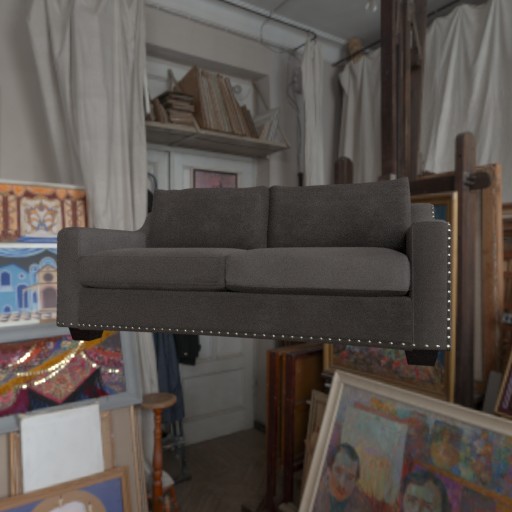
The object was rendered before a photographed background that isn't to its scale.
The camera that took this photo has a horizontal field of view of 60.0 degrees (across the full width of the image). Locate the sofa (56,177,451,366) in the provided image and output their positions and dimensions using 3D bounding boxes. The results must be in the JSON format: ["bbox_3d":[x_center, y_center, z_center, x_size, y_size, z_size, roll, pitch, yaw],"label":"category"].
[{"bbox_3d":[0.000,0.000,3.297,2.550,1.196,1.336,0,0,18],"label":"sofa"}]
